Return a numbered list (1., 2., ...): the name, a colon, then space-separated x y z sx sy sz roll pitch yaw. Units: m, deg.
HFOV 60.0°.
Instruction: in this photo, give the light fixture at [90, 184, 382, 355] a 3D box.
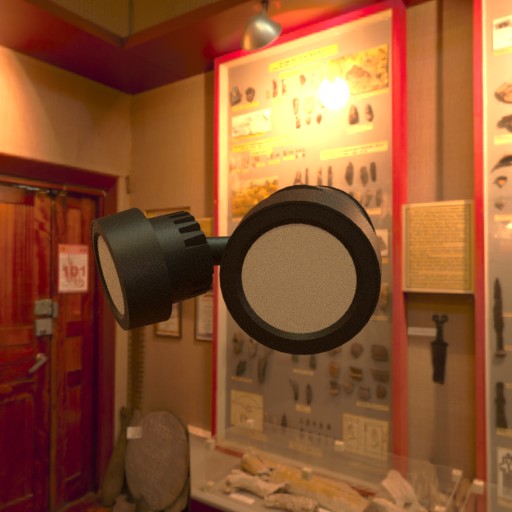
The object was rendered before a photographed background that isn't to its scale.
1. light fixture: 0.000 0.000 0.303 0.213 0.120 0.168 -1 -1 36
